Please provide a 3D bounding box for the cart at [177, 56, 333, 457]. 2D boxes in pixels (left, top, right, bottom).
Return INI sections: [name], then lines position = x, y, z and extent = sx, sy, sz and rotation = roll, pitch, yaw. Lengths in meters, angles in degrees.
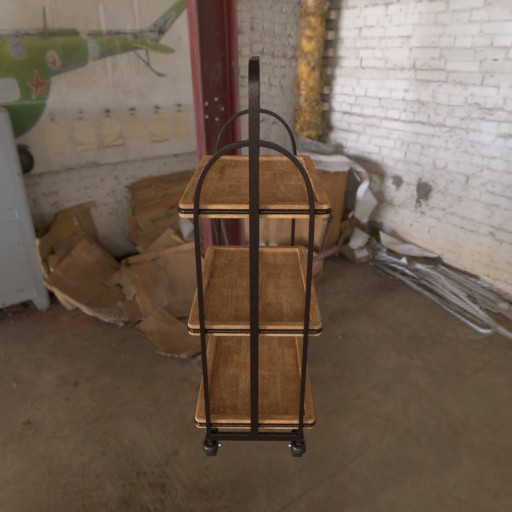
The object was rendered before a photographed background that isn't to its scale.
[cart]
position = 0.000, 0.000, 1.223
extent = 0.327, 1.001, 0.553
rotation = 0, 25, 1
